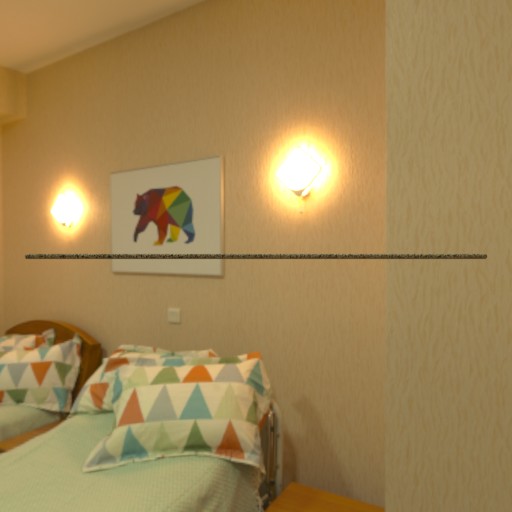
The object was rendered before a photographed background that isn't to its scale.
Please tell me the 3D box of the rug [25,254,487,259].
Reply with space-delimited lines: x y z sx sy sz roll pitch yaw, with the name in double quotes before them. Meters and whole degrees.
"rug" 0.000 0.000 3.498 2.743 0.030 1.778 0 0 0
